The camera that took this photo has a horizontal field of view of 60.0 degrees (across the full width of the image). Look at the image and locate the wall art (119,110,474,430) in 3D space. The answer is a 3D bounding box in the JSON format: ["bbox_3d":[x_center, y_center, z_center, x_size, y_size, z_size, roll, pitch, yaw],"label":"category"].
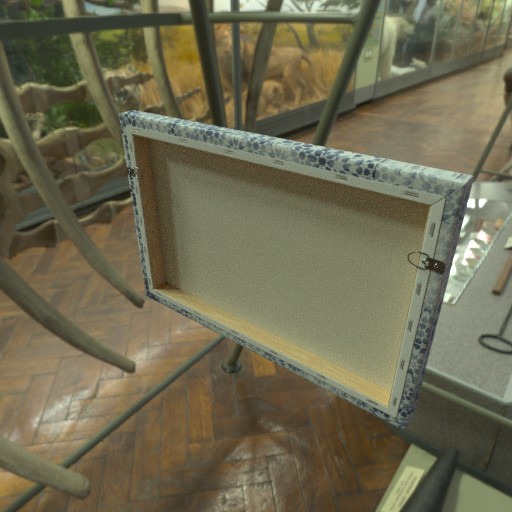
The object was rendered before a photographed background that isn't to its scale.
[{"bbox_3d":[0.000,0.000,1.139,0.911,0.608,0.057,21,36,32],"label":"wall art"}]
